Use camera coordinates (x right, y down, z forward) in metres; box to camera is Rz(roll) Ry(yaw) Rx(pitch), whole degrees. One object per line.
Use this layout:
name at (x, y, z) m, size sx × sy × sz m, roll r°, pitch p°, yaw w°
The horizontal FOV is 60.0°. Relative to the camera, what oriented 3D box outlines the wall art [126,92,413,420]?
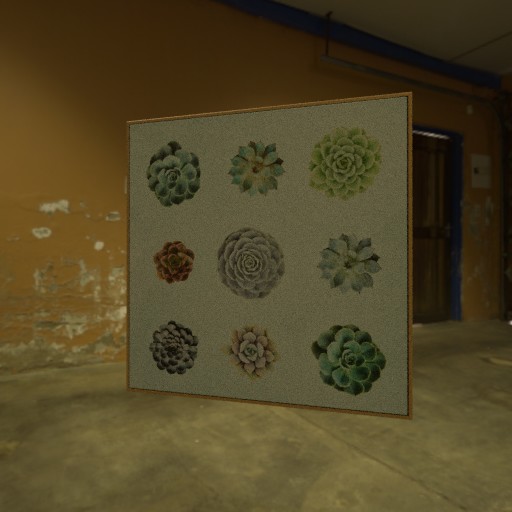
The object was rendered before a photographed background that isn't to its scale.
wall art at (0.000, 0.000, 0.988) m, size 0.657 × 0.655 × 0.014 m, roll 0°, pitch 0°, yaw 17°
